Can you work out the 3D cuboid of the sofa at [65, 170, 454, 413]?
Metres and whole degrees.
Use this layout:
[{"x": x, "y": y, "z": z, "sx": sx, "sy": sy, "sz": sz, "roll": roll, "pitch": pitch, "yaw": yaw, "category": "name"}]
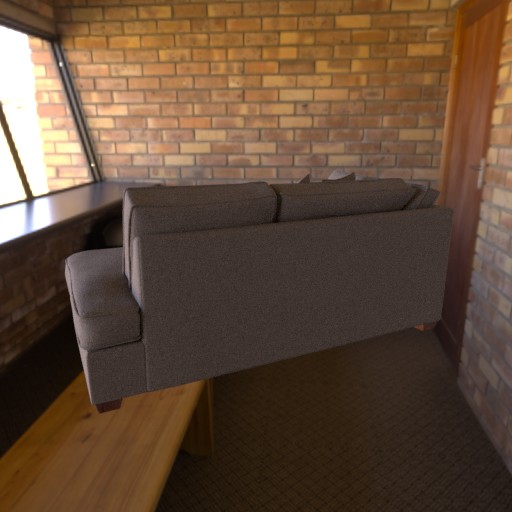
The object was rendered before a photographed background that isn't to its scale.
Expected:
[{"x": 0.000, "y": 0.000, "z": 2.831, "sx": 2.237, "sy": 1.033, "sz": 1.110, "roll": -7, "pitch": 17, "yaw": -25, "category": "sofa"}]
